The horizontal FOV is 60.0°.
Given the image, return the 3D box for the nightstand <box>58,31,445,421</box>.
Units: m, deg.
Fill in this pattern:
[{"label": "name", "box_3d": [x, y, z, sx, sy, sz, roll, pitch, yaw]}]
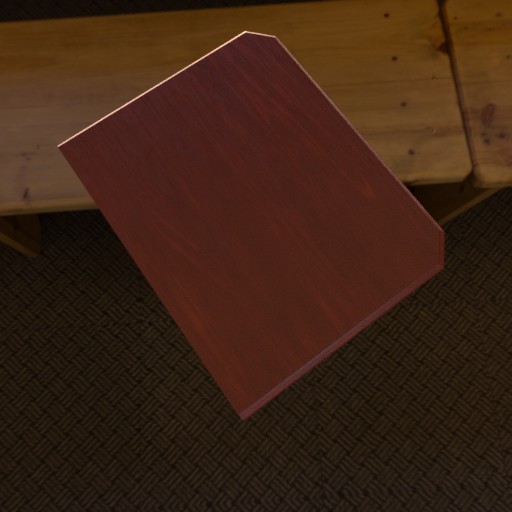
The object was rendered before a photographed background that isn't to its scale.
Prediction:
[{"label": "nightstand", "box_3d": [0.000, 0.000, 0.901, 0.351, 0.681, 0.435, -35, 79, -8]}]
